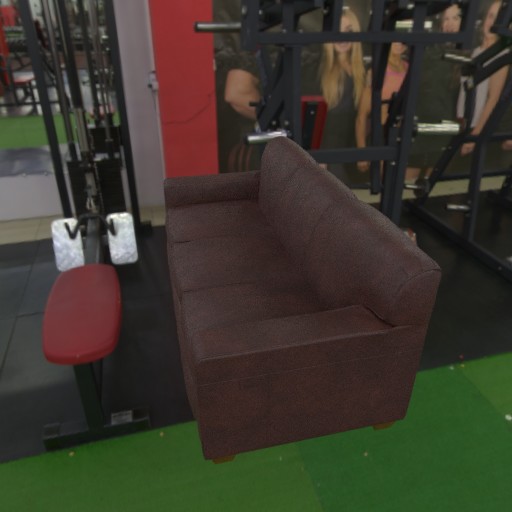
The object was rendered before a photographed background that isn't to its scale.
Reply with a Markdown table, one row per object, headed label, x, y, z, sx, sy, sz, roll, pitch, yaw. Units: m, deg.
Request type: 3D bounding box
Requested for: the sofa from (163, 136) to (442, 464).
| label | x | y | z | sx | sy | sz | roll | pitch | yaw |
| --- | --- | --- | --- | --- | --- | --- | --- | --- | --- |
| sofa | 0.000 | 0.000 | 2.613 | 1.008 | 0.953 | 2.039 | -7 | 30 | -12 |
